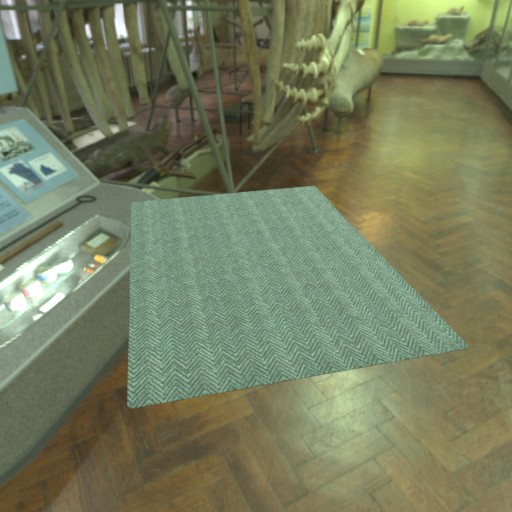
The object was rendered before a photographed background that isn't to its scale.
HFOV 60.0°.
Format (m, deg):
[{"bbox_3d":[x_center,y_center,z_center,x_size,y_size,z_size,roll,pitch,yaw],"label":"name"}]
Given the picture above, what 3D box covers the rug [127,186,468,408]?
[{"bbox_3d":[0.000,0.000,5.231,2.894,0.011,3.957,-7,31,-11],"label":"rug"}]
